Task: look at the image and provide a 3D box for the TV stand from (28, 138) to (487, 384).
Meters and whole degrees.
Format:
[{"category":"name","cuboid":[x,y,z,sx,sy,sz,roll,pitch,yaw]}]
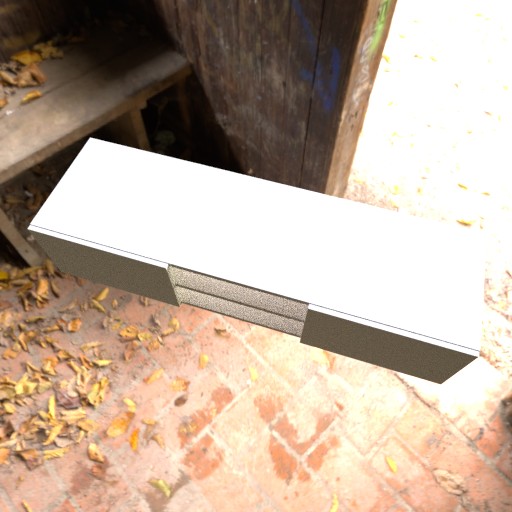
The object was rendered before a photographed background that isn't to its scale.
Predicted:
[{"category":"TV stand","cuboid":[0.000,0.000,1.541,1.400,0.310,0.420,15,60,9]}]
